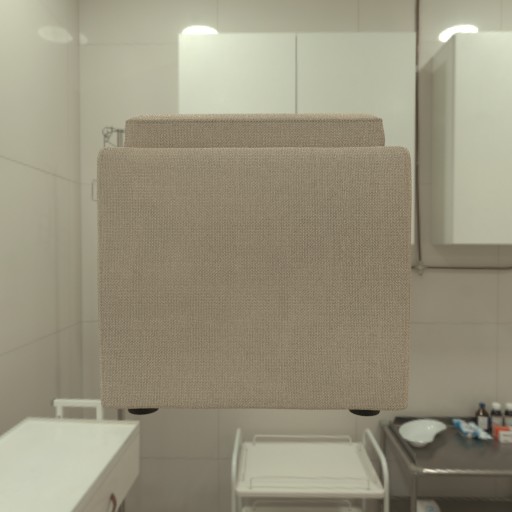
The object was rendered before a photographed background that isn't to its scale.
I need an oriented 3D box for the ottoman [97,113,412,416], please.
[{"bbox_3d":[0.000,0.000,0.834,0.450,0.460,0.451,0,1,1],"label":"ottoman"}]
